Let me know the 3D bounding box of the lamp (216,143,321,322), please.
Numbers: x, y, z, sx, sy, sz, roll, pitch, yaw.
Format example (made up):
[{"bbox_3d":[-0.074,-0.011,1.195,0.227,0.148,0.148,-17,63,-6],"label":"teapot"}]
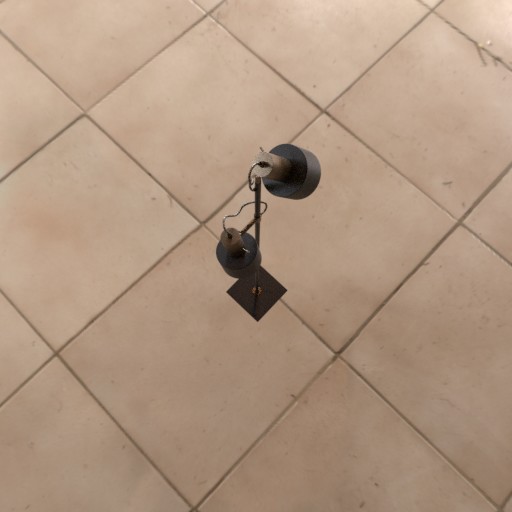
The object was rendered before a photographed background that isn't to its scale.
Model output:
[{"bbox_3d":[0.000,0.000,1.654,0.233,1.505,0.315,43,79,10],"label":"lamp"}]
